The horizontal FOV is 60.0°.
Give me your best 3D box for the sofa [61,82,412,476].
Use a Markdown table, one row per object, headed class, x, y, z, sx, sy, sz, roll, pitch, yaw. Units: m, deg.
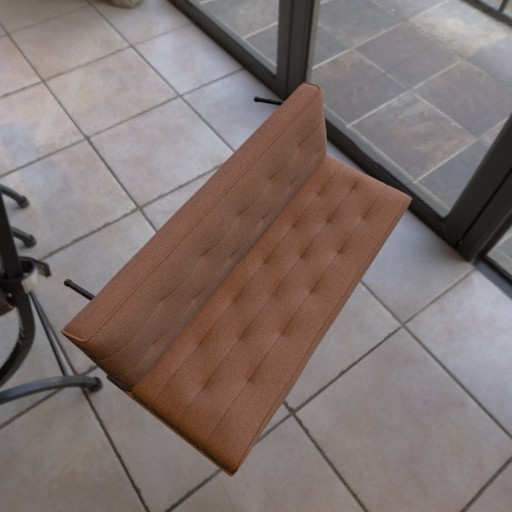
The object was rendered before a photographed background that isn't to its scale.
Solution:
| class | x | y | z | sx | sy | sz | roll | pitch | yaw |
| --- | --- | --- | --- | --- | --- | --- | --- | --- | --- |
| sofa | 0.000 | 0.000 | 2.336 | 1.038 | 0.810 | 1.820 | 31 | 64 | 17 |
